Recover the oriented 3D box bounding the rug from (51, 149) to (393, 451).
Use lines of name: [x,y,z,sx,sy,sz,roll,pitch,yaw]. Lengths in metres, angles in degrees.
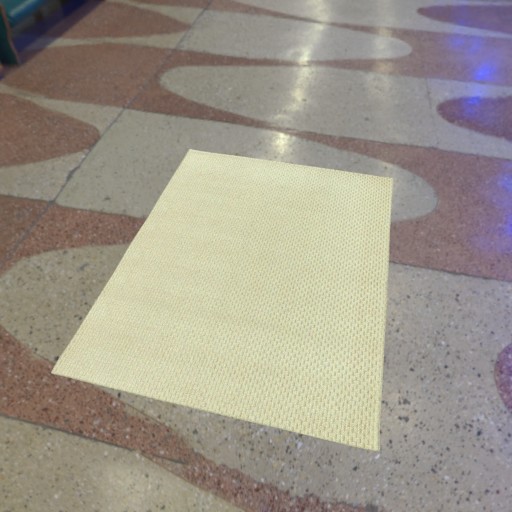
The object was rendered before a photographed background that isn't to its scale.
rug: [0.000,0.000,3.896,2.277,0.035,2.897,10,47,9]
